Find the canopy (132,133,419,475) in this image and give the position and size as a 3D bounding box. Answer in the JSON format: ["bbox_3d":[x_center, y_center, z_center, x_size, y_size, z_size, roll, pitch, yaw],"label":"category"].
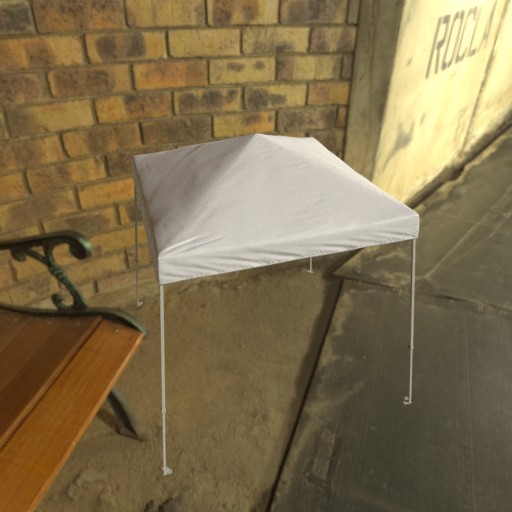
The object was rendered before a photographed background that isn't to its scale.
[{"bbox_3d":[0.000,0.000,6.463,3.600,3.600,3.599,-10,34,-15],"label":"canopy"}]
